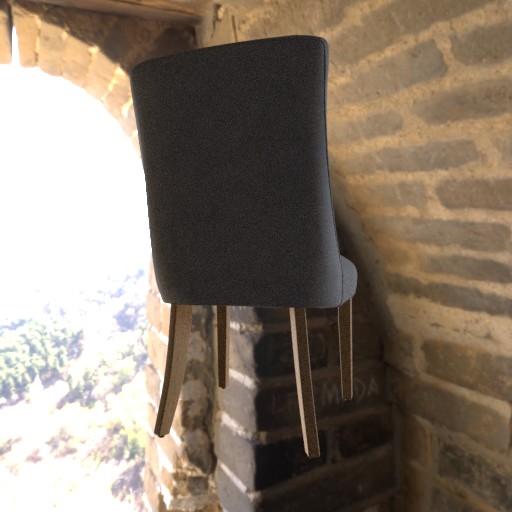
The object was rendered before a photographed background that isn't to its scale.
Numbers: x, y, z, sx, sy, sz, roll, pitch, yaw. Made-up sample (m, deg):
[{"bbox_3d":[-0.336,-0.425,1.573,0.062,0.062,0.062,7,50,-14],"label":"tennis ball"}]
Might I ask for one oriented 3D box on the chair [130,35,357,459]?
[{"bbox_3d":[0.000,0.000,1.212,0.495,0.902,0.610,0,-1,18],"label":"chair"}]
